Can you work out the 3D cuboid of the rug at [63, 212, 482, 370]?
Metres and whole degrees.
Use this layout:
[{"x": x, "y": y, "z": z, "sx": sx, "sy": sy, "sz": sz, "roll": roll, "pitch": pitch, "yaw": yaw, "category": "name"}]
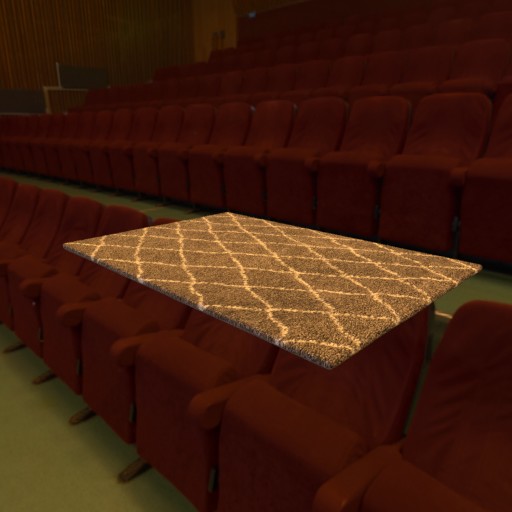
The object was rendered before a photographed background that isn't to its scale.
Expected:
[{"x": 0.000, "y": 0.000, "z": 2.248, "sx": 1.778, "sy": 0.030, "sz": 1.219, "roll": 16, "pitch": 23, "yaw": 42, "category": "rug"}]
